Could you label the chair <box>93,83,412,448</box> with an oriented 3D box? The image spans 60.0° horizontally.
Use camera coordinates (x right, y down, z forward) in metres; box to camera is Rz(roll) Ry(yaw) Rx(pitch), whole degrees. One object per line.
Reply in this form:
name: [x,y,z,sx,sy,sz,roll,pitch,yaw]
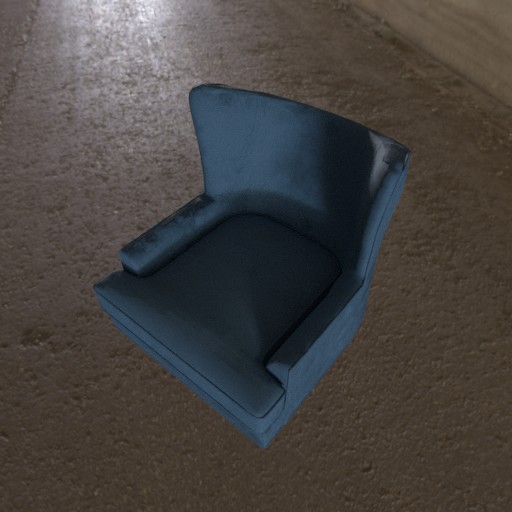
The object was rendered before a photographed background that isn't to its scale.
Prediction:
chair: [0.000,0.000,1.602,0.793,0.952,0.910,30,53,26]
